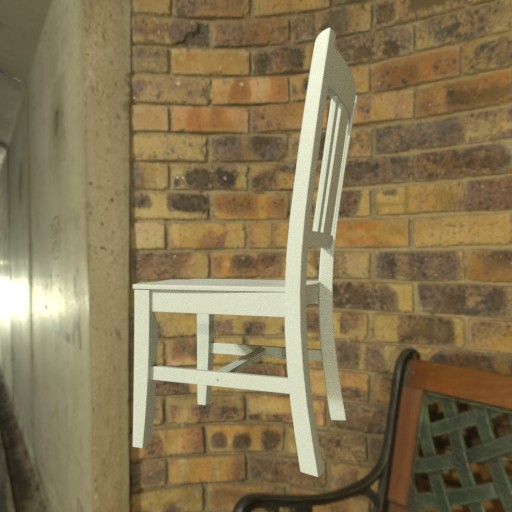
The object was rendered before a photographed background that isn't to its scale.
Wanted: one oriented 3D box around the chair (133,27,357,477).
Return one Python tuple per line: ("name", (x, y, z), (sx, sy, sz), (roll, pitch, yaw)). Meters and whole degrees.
("chair", (0.000, 0.000, 1.263), (0.555, 0.998, 0.450), (0, -1, 20))
